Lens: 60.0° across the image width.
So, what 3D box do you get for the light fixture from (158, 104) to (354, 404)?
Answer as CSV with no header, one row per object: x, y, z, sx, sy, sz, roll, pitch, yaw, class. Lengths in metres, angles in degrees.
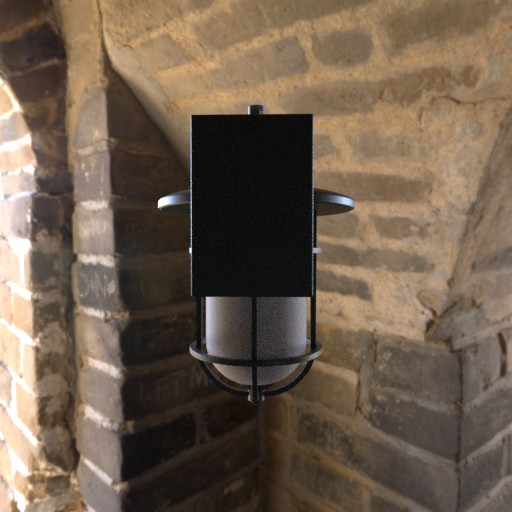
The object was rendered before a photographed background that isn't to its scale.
0.000,0.000,0.505,0.222,0.345,0.252,0,1,2,light fixture
